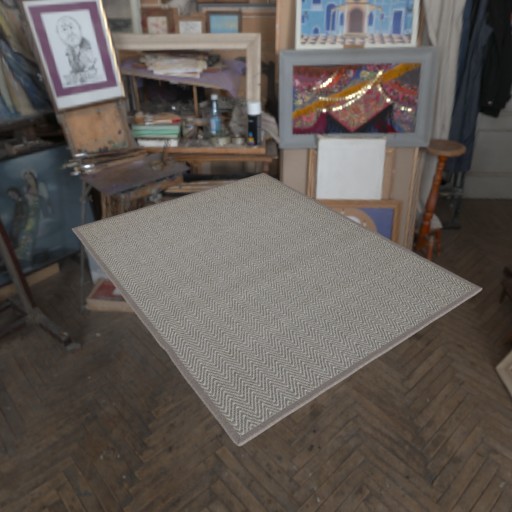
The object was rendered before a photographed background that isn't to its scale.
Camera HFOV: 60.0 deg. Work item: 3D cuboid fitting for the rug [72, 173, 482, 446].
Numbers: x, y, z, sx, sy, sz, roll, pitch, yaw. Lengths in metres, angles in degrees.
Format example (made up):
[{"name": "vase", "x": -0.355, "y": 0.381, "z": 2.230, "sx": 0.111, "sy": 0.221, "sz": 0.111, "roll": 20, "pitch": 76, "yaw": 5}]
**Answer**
[{"name": "rug", "x": 0.000, "y": 0.000, "z": 4.067, "sx": 2.434, "sy": 0.032, "sz": 3.007, "roll": -22, "pitch": 39, "yaw": -29}]
